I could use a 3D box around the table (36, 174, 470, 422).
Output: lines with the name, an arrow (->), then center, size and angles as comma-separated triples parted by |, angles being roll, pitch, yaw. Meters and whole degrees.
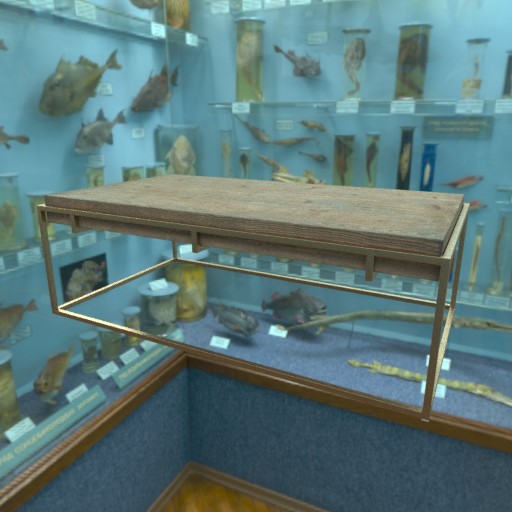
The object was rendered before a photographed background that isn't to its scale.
table -> 0.000, 0.000, 1.680 | 1.387, 0.468, 0.775 | 9, 19, 26
